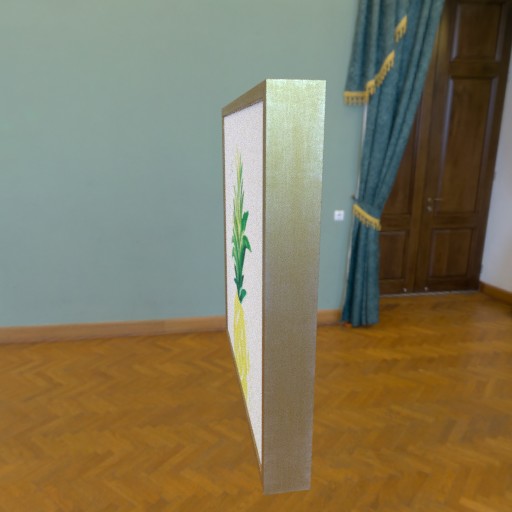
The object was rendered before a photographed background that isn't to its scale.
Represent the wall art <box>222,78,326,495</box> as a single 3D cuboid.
[{"bbox_3d":[0.000,0.000,0.455,0.038,0.305,0.306,-2,15,-9],"label":"wall art"}]
